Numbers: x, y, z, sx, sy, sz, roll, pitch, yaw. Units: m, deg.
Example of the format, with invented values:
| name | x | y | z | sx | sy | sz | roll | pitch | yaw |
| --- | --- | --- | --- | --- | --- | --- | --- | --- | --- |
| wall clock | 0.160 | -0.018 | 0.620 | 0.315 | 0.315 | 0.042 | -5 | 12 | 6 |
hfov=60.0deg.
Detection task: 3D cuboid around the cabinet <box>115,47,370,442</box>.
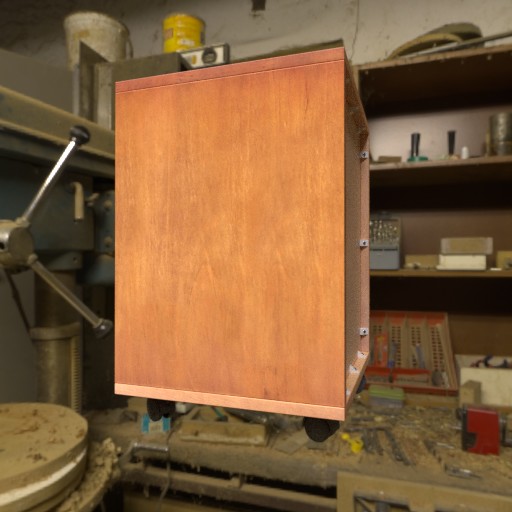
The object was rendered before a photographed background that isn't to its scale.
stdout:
| name | x | y | z | sx | sy | sz | roll | pitch | yaw |
| --- | --- | --- | --- | --- | --- | --- | --- | --- | --- |
| cabinet | 0.000 | 0.000 | 0.873 | 0.401 | 0.579 | 0.409 | 0 | 0 | 19 |
